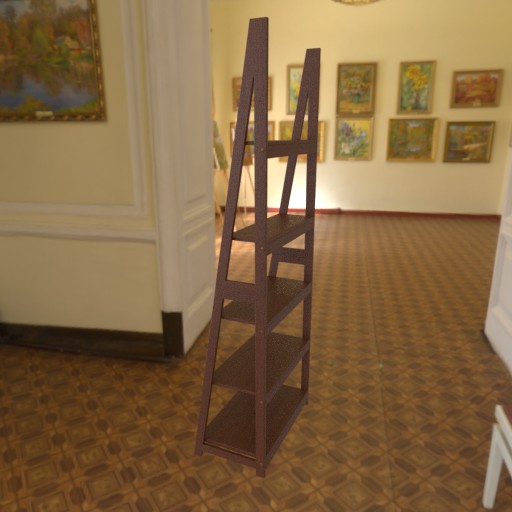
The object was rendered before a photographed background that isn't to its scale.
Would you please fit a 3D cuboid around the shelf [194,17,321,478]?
[{"bbox_3d":[0.000,0.000,1.978,0.350,1.770,0.600,7,17,24],"label":"shelf"}]
